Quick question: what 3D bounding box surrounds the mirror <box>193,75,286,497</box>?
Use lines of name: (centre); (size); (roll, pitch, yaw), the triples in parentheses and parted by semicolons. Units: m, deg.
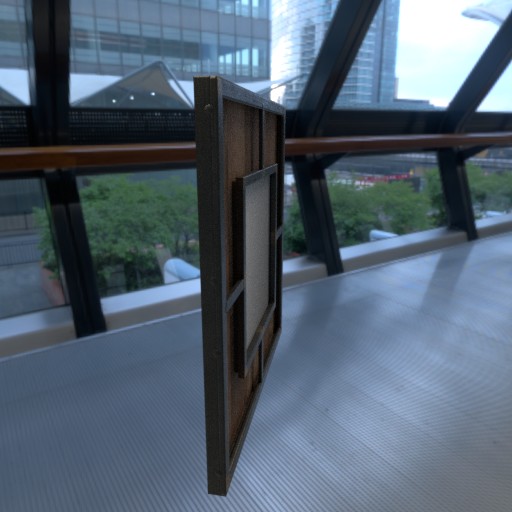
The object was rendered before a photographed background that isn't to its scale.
mirror: (0.000, 0.000, 0.561); (0.020, 0.381, 0.382); (3, 16, 11)
